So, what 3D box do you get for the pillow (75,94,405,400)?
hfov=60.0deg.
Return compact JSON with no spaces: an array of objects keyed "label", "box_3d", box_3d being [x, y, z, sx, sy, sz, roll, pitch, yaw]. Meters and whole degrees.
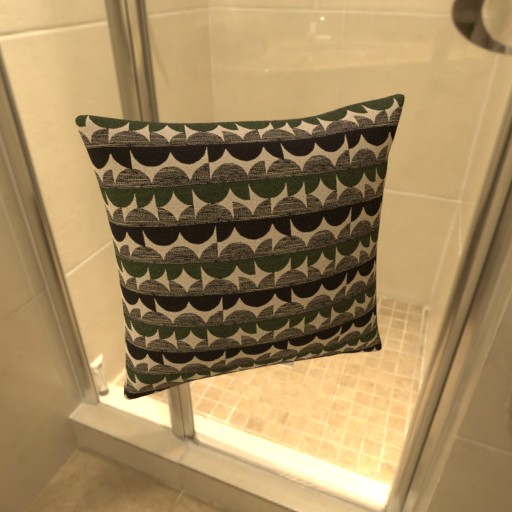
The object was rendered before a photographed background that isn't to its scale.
[{"label":"pillow","box_3d":[0.000,0.000,0.621,0.419,0.404,0.180,-8,33,-12]}]
